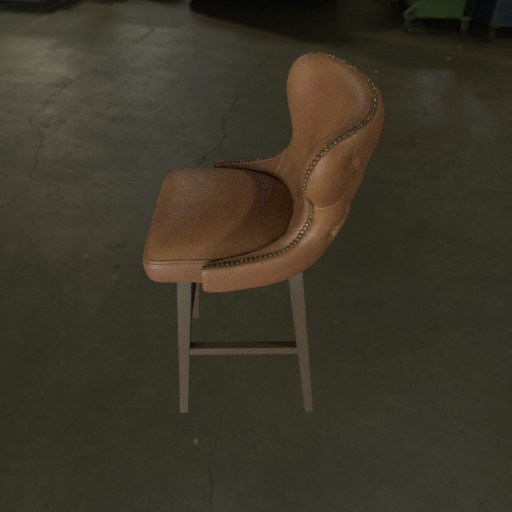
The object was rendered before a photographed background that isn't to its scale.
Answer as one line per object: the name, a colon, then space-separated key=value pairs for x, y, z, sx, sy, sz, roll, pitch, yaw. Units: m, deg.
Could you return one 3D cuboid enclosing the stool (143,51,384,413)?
stool: x=0.000 y=0.000 z=1.413 sx=0.606 sy=1.087 sz=0.591 roll=0 pitch=41 yaw=0
